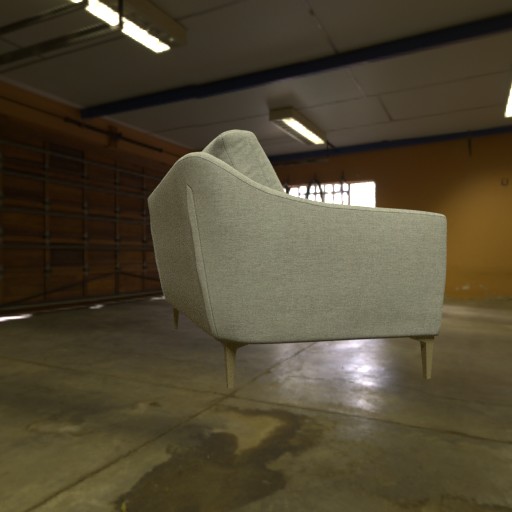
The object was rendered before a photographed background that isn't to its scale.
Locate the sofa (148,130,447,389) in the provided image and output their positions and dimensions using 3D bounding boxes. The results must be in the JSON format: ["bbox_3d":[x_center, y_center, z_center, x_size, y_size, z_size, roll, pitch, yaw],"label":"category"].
[{"bbox_3d":[0.000,0.000,2.219,0.960,0.904,1.619,0,0,-19],"label":"sofa"}]
